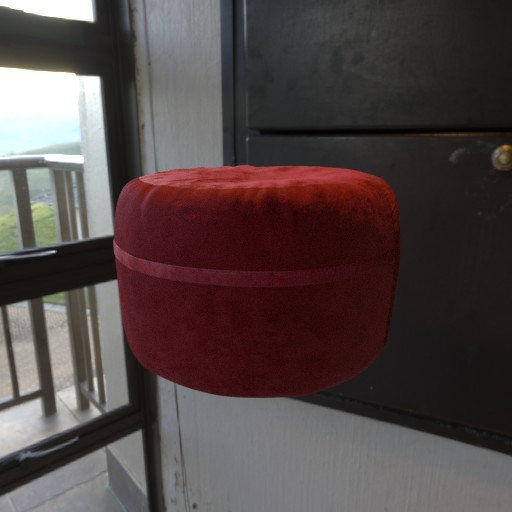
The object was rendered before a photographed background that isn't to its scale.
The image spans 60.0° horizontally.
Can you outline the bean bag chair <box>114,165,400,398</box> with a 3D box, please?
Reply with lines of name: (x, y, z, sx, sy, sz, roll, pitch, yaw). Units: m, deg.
bean bag chair: (0.000, 0.000, 1.986, 1.219, 0.762, 1.219, 0, 15, 0)
